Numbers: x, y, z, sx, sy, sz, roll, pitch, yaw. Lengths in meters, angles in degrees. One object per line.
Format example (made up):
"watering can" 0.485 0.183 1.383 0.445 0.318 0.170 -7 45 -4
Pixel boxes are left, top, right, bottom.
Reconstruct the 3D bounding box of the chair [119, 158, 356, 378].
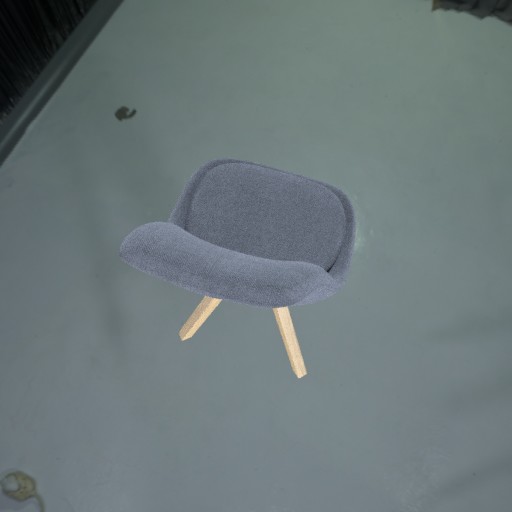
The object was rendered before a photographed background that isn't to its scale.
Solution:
"chair" 0.000 0.000 1.188 0.485 0.850 0.550 16 65 8
